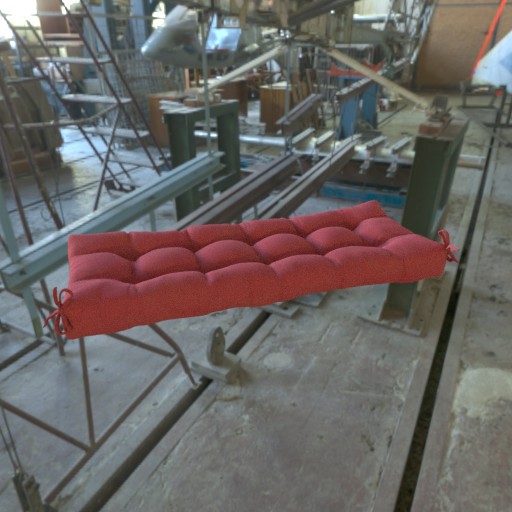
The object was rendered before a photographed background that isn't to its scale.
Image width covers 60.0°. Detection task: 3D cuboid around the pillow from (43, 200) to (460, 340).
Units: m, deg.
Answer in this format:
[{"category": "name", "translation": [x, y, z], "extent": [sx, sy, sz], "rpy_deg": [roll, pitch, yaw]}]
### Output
[{"category": "pillow", "translation": [0.000, 0.000, 1.369], "extent": [1.194, 0.174, 0.511], "rpy_deg": [-8, 28, -16]}]
